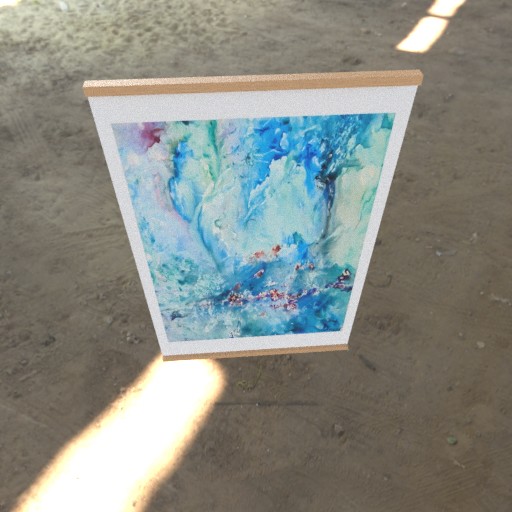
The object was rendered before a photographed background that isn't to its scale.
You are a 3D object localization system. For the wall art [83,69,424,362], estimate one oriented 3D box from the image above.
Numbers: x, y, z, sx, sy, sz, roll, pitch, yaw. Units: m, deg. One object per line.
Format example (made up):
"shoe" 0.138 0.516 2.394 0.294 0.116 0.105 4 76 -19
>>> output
"wall art" 0.000 0.000 1.246 0.669 1.020 0.027 -3 47 -3
